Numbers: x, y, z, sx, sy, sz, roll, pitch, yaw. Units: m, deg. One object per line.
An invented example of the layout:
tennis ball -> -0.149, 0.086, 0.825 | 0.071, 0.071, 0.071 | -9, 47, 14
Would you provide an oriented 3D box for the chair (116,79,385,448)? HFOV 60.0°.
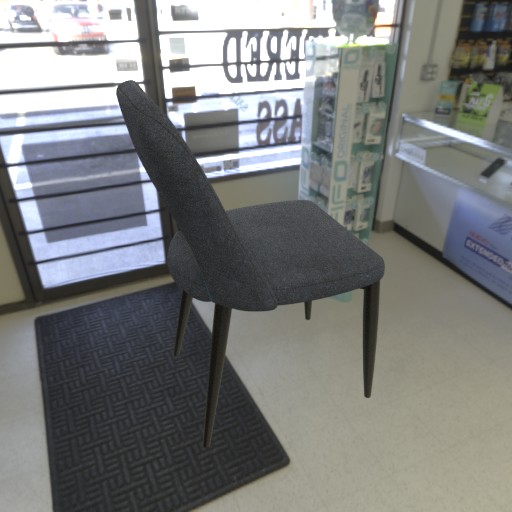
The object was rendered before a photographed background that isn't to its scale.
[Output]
chair -> 0.000, 0.000, 1.237 | 0.612, 0.931, 0.470 | -11, 32, -18
